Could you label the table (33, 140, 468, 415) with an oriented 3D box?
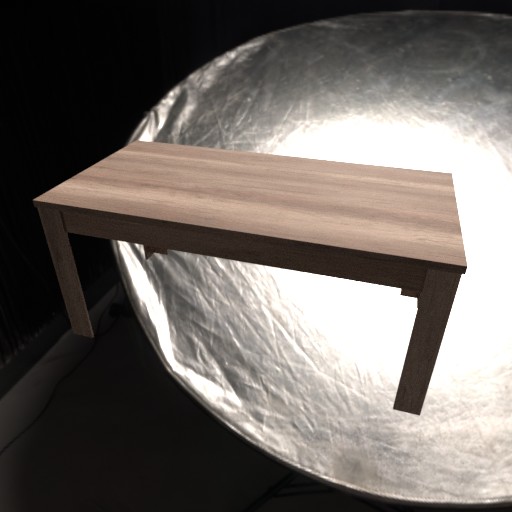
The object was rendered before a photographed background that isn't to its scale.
[{"bbox_3d":[0.000,0.000,2.317,1.800,0.790,0.900,9,33,15],"label":"table"}]
